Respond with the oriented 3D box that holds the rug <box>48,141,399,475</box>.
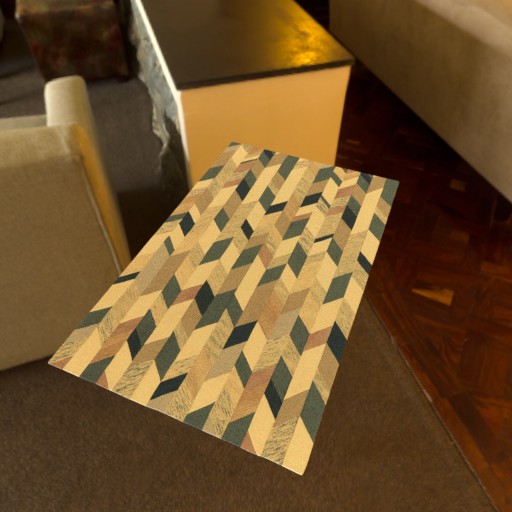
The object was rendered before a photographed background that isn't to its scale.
[{"bbox_3d":[0.000,0.000,3.044,1.513,0.008,2.423,17,50,15],"label":"rug"}]
